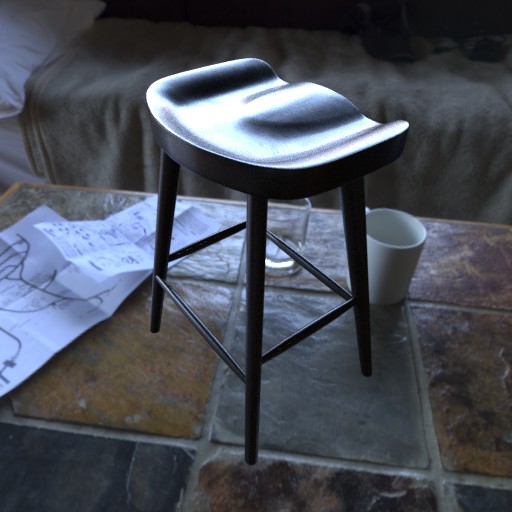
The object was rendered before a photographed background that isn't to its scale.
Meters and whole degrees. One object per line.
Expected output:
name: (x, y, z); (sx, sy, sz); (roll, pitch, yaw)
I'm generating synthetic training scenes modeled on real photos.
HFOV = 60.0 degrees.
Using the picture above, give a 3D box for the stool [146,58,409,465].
stool: (0.000, 0.000, 0.884); (0.361, 0.615, 0.440); (-26, 47, -27)
